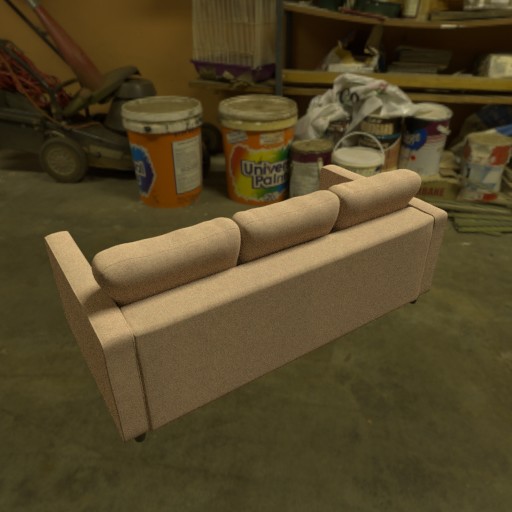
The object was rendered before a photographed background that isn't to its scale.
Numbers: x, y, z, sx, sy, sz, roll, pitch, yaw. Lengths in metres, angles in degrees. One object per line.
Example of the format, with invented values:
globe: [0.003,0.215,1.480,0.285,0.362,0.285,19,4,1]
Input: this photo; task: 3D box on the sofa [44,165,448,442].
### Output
sofa: [0.000,0.000,2.336,1.855,0.800,0.930,-19,36,-28]
